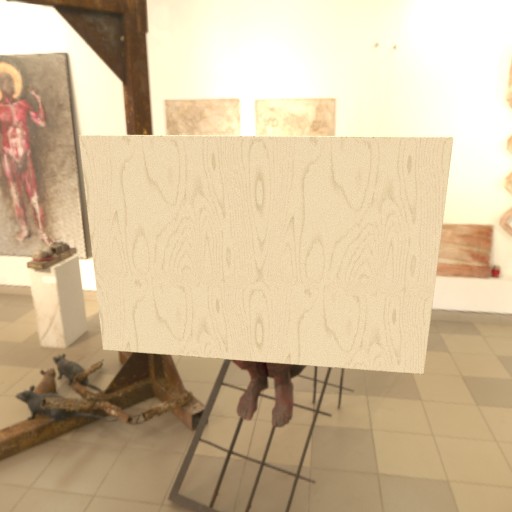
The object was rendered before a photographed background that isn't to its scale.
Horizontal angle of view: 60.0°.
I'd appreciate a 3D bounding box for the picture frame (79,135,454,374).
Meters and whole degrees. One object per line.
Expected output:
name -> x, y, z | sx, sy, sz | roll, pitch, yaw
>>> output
picture frame -> 0.000, 0.000, 1.223 | 0.950, 0.640, 0.029 | 2, 17, 8
